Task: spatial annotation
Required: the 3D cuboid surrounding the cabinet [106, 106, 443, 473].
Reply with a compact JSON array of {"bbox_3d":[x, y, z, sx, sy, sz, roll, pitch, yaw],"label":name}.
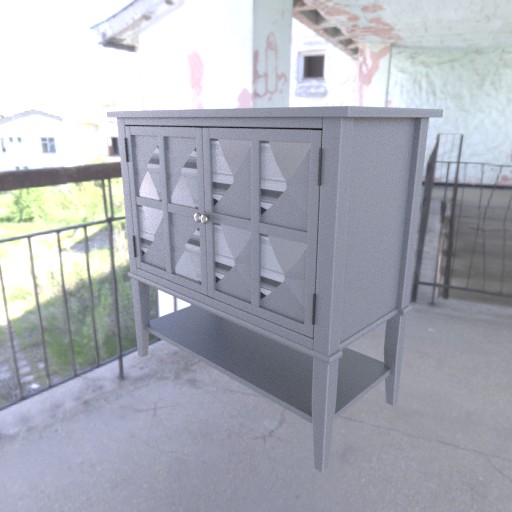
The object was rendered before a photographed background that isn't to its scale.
[{"bbox_3d":[0.000,0.000,1.250,0.801,0.780,0.396,16,23,41],"label":"cabinet"}]
